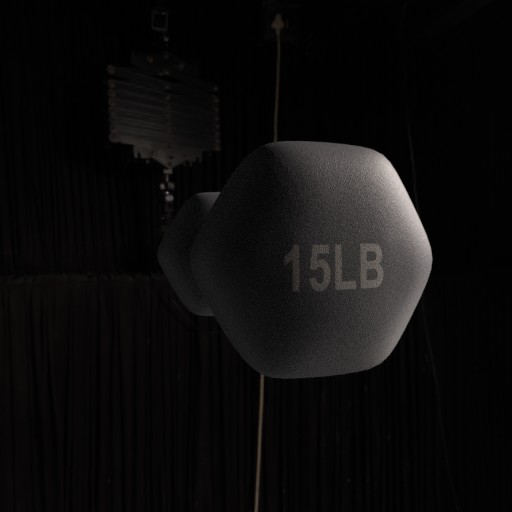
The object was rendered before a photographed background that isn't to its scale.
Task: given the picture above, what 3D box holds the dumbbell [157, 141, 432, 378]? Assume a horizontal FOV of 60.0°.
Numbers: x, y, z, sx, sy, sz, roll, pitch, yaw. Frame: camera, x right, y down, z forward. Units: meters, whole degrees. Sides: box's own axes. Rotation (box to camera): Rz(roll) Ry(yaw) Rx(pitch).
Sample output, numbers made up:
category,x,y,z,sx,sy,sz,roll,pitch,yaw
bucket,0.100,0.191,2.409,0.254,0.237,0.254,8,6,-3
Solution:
category,x,y,z,sx,sy,sz,roll,pitch,yaw
dumbbell,0.000,0.000,0.296,0.116,0.105,0.240,0,1,-16
